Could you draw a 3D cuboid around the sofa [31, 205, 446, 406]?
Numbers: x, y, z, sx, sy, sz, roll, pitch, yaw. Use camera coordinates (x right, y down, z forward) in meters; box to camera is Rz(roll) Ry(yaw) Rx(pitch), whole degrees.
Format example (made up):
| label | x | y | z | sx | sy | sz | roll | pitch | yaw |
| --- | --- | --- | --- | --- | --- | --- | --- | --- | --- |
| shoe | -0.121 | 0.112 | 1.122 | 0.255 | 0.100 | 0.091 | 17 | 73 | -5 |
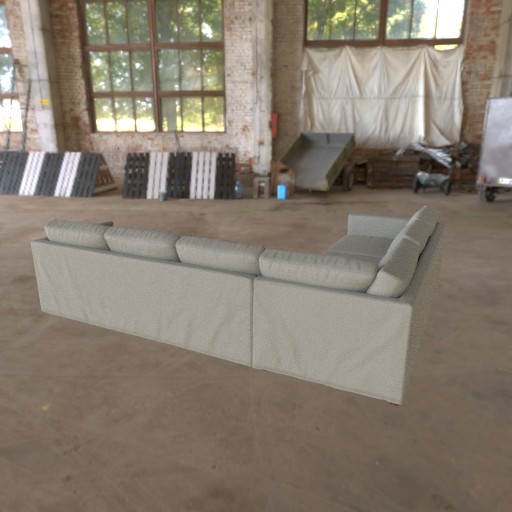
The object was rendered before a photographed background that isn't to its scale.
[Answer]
| label | x | y | z | sx | sy | sz | roll | pitch | yaw |
| --- | --- | --- | --- | --- | --- | --- | --- | --- | --- |
| sofa | 0.000 | 0.000 | 4.268 | 3.182 | 0.871 | 2.432 | 8 | 19 | 25 |
